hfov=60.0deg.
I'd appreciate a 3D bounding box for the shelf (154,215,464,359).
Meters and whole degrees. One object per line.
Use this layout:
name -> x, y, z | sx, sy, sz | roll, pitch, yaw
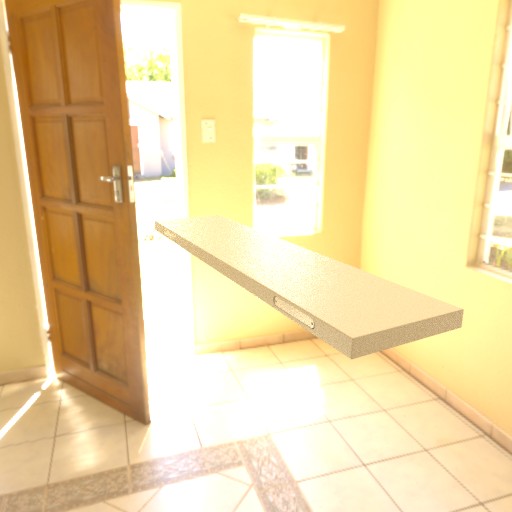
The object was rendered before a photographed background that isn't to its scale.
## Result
shelf -> 0.000, 0.000, 0.667 | 0.140, 0.020, 0.610 | -8, 17, -27
